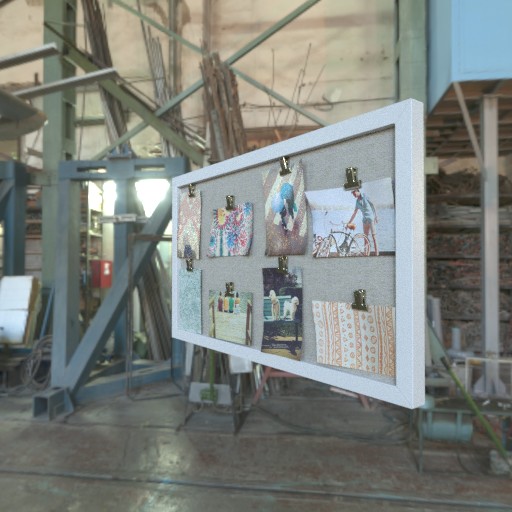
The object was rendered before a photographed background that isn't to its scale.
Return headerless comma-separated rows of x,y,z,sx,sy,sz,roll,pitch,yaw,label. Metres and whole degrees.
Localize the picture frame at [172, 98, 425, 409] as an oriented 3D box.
0.000,0.000,0.800,0.044,0.379,0.647,1,-1,-37,picture frame
